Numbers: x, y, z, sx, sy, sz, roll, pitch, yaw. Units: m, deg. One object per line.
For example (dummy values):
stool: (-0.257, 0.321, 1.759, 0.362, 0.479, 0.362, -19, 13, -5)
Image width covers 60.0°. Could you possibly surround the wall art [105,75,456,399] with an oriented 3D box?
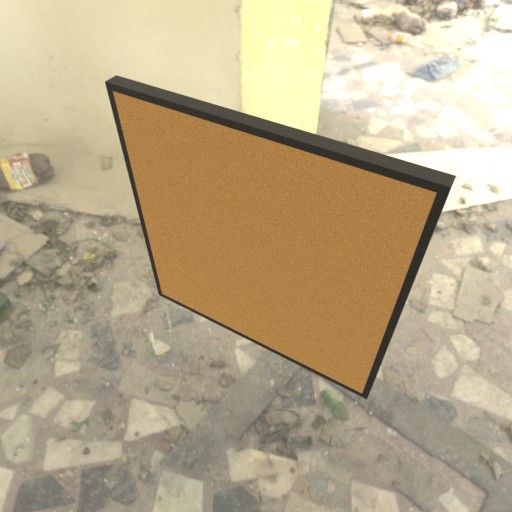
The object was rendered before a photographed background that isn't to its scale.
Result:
wall art: (0.000, 0.000, 1.147, 0.763, 0.763, 0.038, 23, 51, 20)
